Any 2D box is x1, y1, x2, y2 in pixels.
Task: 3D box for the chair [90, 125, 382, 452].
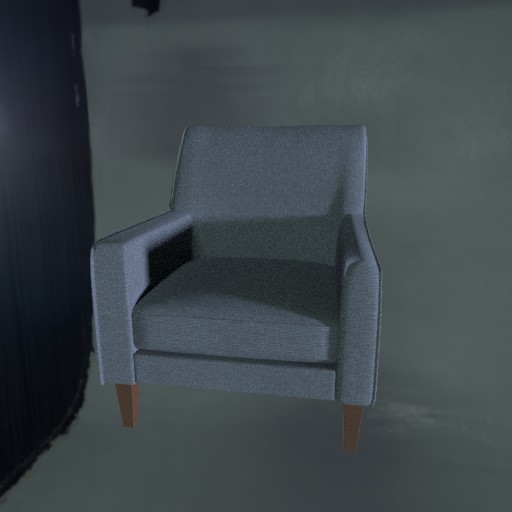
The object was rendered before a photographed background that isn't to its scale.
[{"bbox_3d":[0.000,0.000,1.571,0.780,0.919,0.899,2,14,9],"label":"chair"}]
